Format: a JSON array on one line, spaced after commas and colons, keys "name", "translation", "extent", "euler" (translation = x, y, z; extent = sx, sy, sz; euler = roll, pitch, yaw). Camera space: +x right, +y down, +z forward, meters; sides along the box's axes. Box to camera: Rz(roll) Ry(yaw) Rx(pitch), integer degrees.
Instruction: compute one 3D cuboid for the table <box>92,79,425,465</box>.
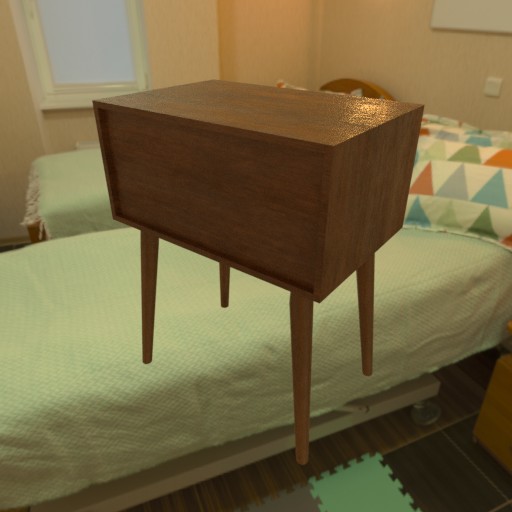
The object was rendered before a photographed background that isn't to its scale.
[{"name": "table", "translation": [0.000, 0.000, 0.869], "extent": [0.454, 0.580, 0.307], "euler": [21, 35, 32]}]
